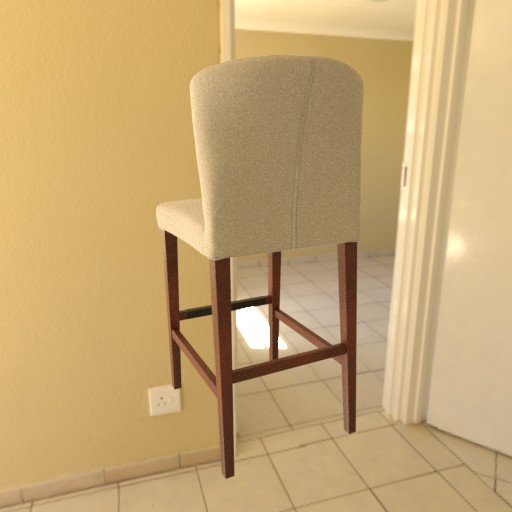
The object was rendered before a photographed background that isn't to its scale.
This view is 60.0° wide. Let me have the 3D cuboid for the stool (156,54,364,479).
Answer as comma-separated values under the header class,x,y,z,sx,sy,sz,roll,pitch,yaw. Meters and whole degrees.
class,x,y,z,sx,sy,sz,roll,pitch,yaw
stool,0.000,0.000,1.368,0.479,1.069,0.568,-8,17,-26
